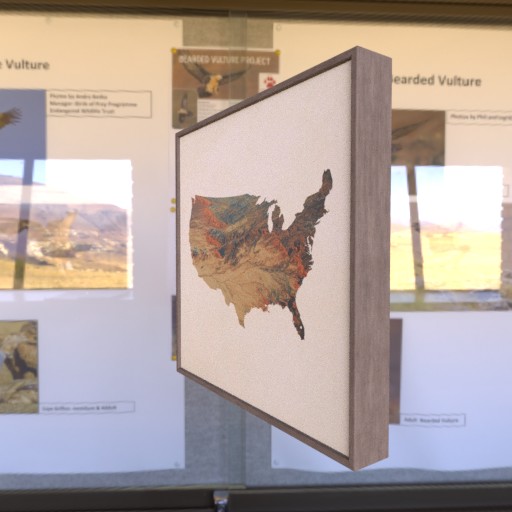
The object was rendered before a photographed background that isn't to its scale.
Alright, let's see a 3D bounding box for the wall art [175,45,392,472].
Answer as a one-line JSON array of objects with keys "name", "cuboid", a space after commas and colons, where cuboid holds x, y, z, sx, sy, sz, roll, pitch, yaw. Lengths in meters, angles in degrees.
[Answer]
[{"name": "wall art", "cuboid": [0.000, 0.000, 0.448, 0.038, 0.302, 0.303, -1, 2, -35]}]
